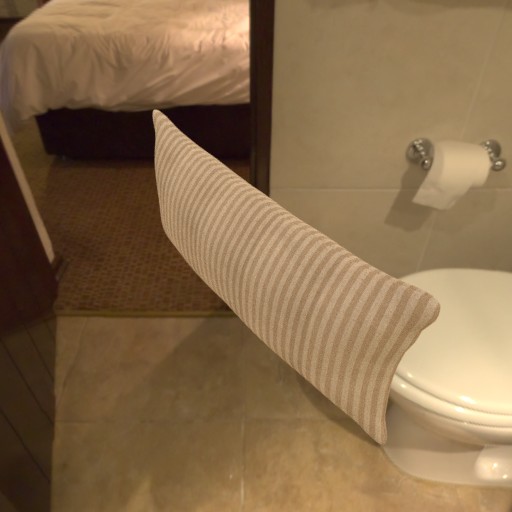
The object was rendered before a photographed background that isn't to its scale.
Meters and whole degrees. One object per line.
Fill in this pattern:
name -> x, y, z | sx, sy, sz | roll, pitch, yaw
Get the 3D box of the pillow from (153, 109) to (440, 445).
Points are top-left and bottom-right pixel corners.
pillow -> 0.000, 0.000, 0.726 | 0.151, 0.295, 0.617 | -26, 47, -27
